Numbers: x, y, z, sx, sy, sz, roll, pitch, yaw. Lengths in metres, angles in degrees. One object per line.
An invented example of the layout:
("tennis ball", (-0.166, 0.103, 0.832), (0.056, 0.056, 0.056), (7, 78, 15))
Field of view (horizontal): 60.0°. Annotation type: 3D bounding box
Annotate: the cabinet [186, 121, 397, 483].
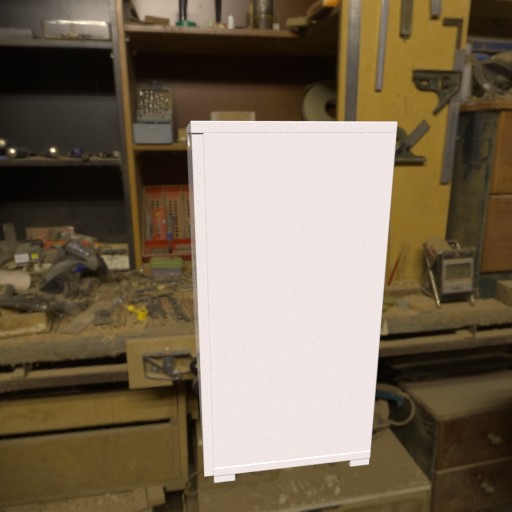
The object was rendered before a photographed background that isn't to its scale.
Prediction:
("cabinet", (0.000, 0.000, 1.417), (0.400, 0.800, 1.000), (-2, 16, -9))
